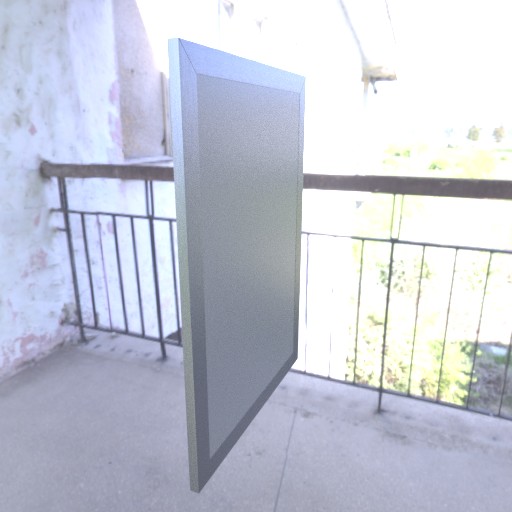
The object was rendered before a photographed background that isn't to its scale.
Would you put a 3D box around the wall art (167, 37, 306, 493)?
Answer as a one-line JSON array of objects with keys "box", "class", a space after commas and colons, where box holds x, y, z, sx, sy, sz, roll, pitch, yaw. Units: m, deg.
[{"box": [0.000, 0.000, 0.656, 0.013, 0.529, 0.376, 7, 18, 24], "class": "wall art"}]
